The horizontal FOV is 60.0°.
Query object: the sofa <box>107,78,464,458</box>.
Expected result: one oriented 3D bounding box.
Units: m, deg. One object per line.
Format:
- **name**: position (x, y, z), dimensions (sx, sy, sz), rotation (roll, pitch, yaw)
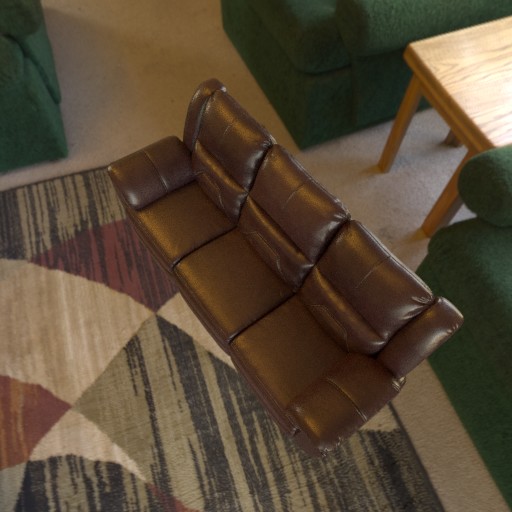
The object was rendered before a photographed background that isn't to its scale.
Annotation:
- **sofa**: position (0.000, 0.000, 2.864), dimensions (0.991, 1.043, 2.337), rotation (-34, 67, -17)
